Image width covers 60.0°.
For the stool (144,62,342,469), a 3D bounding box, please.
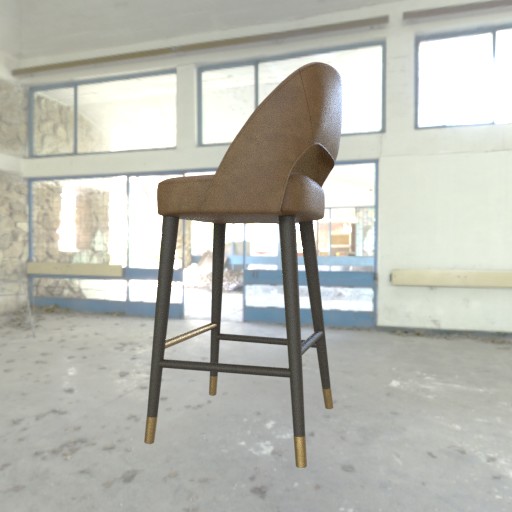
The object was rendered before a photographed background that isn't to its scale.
[{"bbox_3d":[0.000,0.000,1.350,0.509,1.037,0.494,0,1,19],"label":"stool"}]
